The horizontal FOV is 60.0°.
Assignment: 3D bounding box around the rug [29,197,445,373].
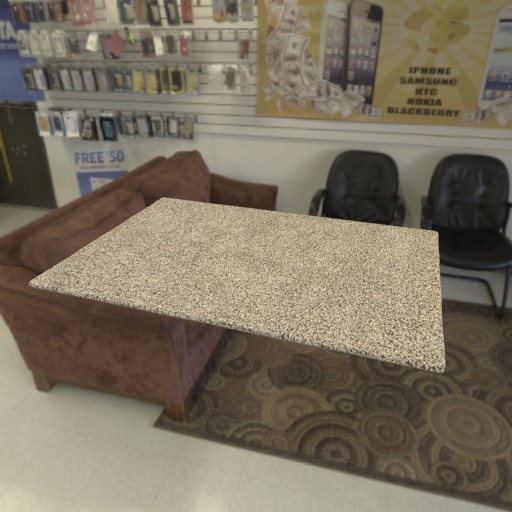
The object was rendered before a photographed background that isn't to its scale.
[{"bbox_3d":[0.000,0.000,2.273,1.778,0.030,1.219,9,28,17],"label":"rug"}]
